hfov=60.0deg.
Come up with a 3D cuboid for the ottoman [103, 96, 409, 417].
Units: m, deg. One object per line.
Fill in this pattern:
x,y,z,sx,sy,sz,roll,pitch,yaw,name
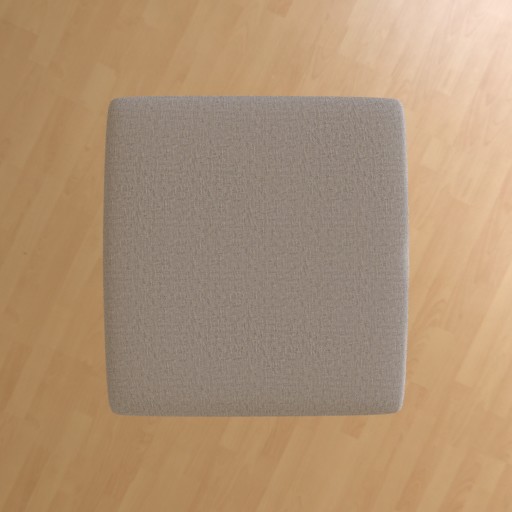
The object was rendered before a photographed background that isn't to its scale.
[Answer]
0.000,0.000,1.069,0.648,0.399,0.655,0,90,-1,ottoman
